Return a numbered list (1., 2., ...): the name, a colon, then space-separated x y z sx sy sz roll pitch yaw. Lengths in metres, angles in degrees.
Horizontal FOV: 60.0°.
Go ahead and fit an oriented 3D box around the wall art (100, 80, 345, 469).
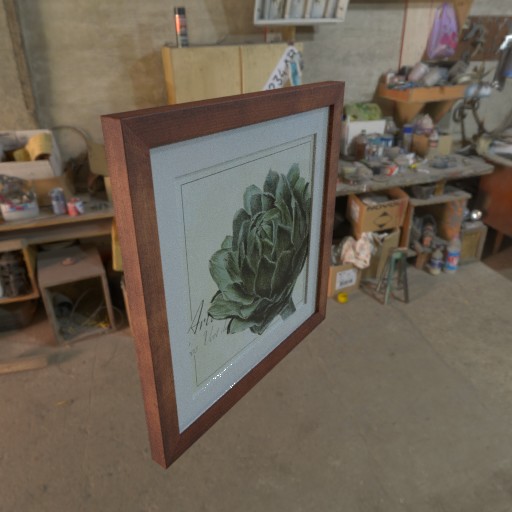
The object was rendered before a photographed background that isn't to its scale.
1. wall art: 0.000 0.000 0.827 0.037 0.572 0.554 18 32 32
